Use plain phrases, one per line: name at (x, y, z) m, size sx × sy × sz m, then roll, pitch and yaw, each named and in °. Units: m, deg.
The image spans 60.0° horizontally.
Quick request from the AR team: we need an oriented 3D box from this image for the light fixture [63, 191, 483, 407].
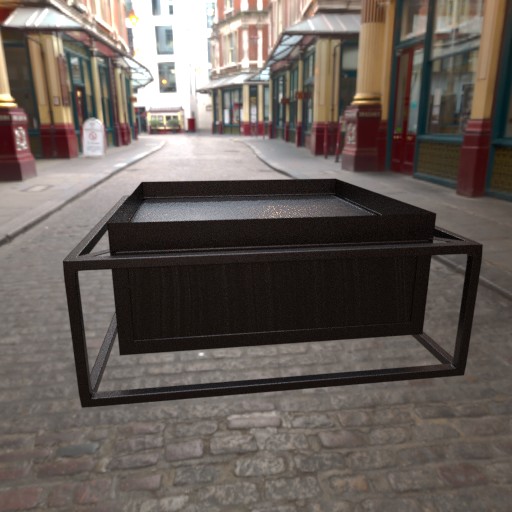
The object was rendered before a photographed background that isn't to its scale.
light fixture at (0.000, 0.000, 0.684) m, size 0.441 × 0.191 × 0.441 m, roll -2°, pitch 16°, yaw -8°
